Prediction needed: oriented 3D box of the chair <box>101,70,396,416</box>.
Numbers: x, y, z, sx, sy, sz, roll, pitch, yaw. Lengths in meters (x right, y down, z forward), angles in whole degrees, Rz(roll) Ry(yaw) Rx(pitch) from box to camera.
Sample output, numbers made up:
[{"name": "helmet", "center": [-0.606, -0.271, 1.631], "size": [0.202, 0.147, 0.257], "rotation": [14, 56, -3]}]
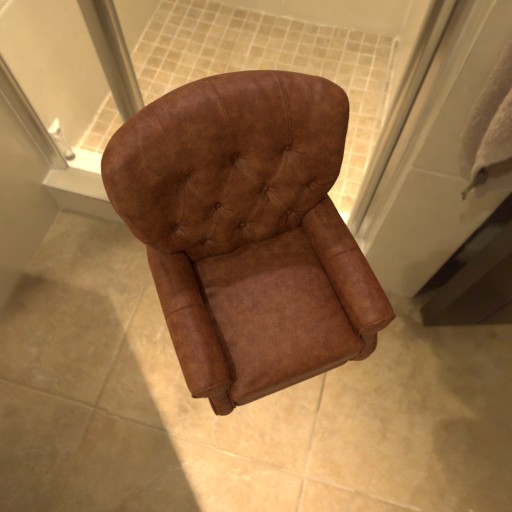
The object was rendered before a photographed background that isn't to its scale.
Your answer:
[{"name": "chair", "center": [0.000, 0.000, 1.914], "size": [0.951, 1.164, 1.059], "rotation": [-19, 65, -9]}]
